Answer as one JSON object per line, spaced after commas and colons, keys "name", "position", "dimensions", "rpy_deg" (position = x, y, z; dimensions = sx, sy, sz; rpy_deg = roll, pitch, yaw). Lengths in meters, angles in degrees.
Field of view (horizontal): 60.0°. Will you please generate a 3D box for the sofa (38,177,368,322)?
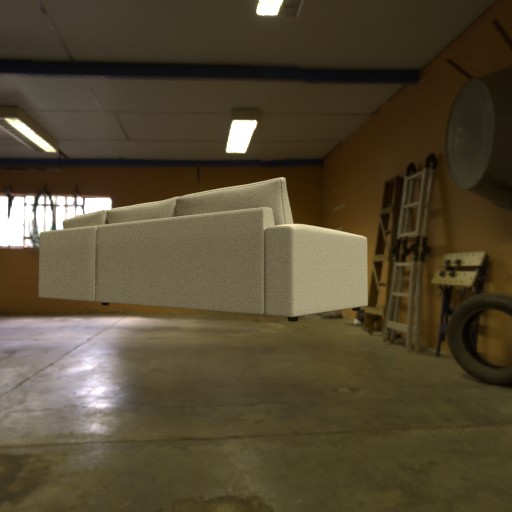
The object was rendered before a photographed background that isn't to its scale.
{"name": "sofa", "position": [0.000, 0.000, 4.781], "dimensions": [3.066, 0.918, 3.206], "rpy_deg": [-1, -2, 38]}
